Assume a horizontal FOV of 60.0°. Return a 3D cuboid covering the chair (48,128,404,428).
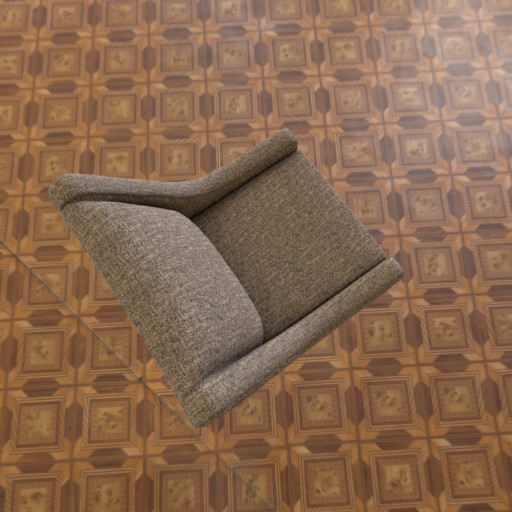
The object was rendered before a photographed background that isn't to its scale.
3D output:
[{"bbox_3d":[0.000,0.000,1.635,0.870,1.014,0.774,-34,78,-9],"label":"chair"}]
